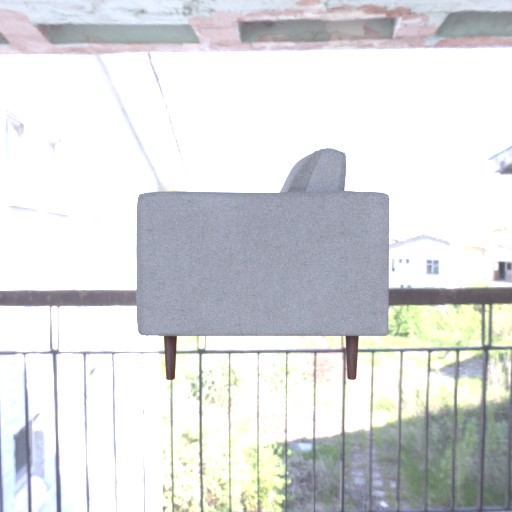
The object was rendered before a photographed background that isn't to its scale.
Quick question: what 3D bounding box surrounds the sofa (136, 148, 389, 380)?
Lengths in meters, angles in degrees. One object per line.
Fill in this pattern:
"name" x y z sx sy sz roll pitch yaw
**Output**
"sofa" 0.000 0.000 2.560 0.944 0.918 1.983 0 2 0
